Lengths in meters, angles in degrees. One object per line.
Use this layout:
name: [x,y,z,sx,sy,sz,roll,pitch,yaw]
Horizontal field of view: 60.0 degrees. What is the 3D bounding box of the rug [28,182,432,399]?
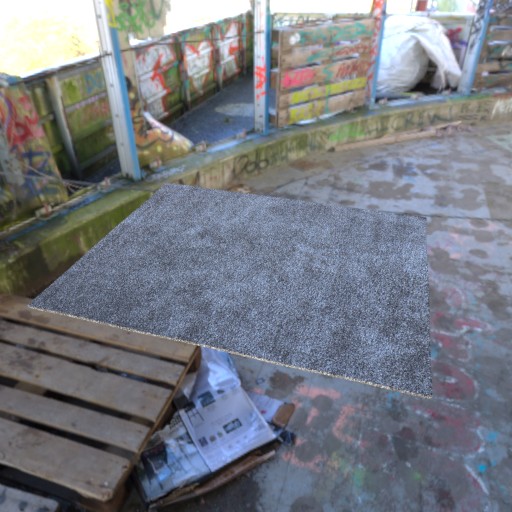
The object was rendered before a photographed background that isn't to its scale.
rug: [0.000,0.000,4.043,3.000,0.025,2.401,10,35,14]
